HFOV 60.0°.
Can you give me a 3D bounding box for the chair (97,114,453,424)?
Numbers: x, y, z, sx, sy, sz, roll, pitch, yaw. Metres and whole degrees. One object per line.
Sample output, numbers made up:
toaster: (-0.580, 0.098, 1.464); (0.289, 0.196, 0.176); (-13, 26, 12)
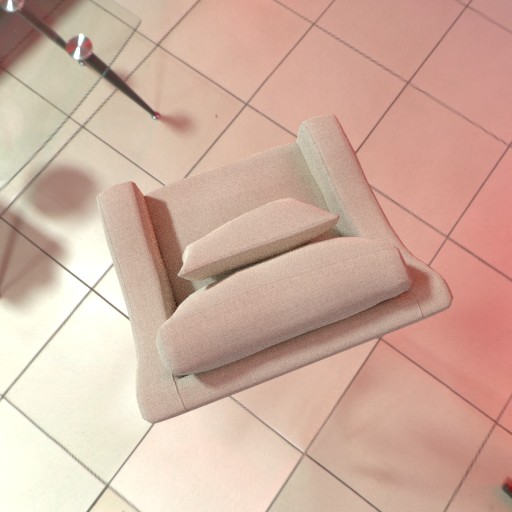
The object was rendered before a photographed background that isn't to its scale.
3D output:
chair: (0.000, 0.000, 1.972); (1.178, 1.016, 1.009); (-20, 77, -5)
